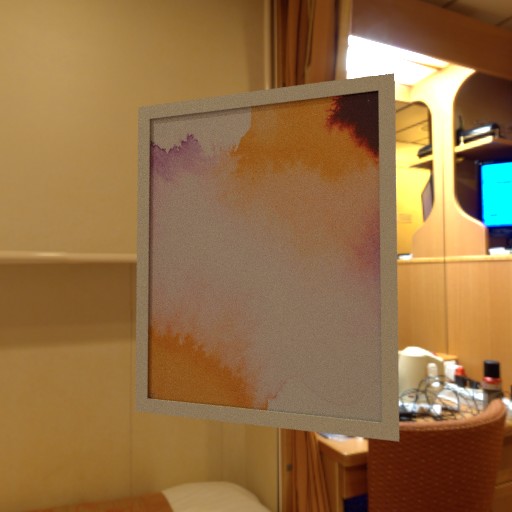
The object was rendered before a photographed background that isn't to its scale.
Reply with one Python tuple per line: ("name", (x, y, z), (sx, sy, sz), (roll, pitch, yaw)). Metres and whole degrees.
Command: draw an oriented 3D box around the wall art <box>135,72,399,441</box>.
("wall art", (0.000, 0.000, 1.090), (0.661, 0.811, 0.026), (-1, -2, 18))
